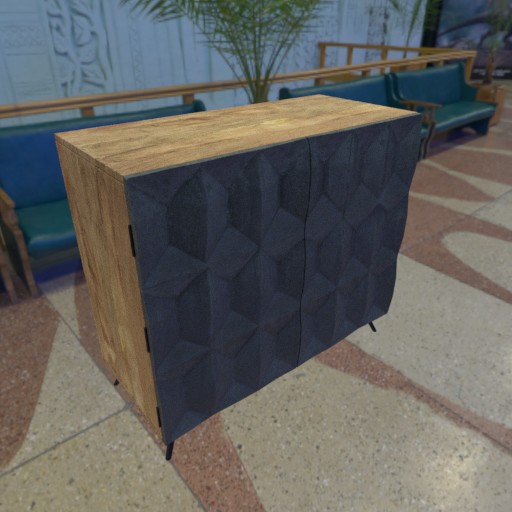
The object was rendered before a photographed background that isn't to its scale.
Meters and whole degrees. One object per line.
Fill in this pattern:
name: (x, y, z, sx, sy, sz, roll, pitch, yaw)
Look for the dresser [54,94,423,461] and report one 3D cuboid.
dresser: (0.000, 0.000, 1.438, 0.967, 0.847, 0.446, -21, 35, -33)
